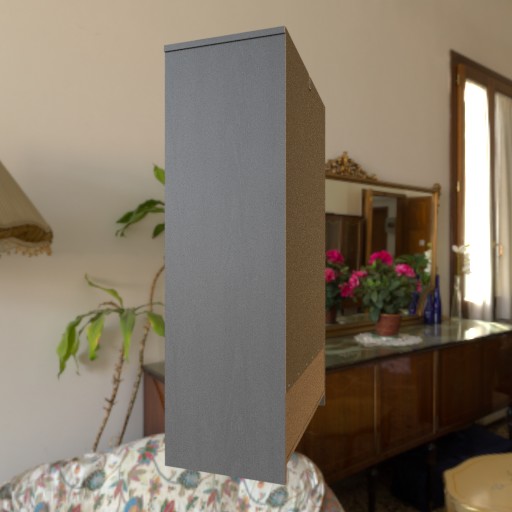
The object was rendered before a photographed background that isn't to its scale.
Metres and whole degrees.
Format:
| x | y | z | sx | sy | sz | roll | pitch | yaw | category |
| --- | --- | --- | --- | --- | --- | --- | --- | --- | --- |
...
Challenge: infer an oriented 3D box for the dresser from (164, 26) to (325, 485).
| x | y | z | sx | sy | sz | roll | pitch | yaw | category |
| --- | --- | --- | --- | --- | --- | --- | --- | --- | --- |
| 0.000 | 0.000 | 1.602 | 0.399 | 1.255 | 0.704 | 0 | 0 | 18 | dresser |
